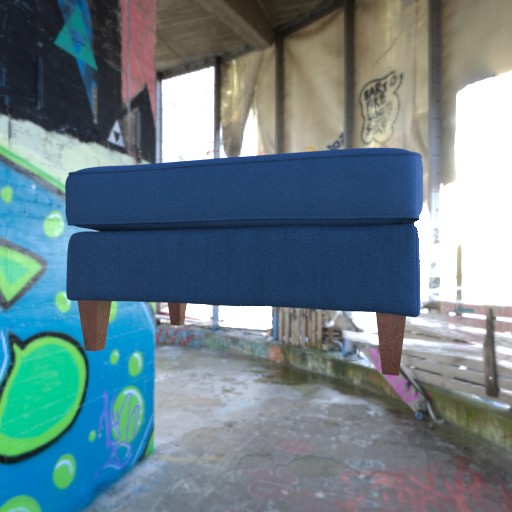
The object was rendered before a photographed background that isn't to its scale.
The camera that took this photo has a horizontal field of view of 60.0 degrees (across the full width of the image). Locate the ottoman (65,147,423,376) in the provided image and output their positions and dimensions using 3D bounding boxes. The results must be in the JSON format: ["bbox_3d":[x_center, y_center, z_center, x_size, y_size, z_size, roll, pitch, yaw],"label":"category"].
[{"bbox_3d":[0.000,0.000,1.241,0.862,0.484,0.583,0,0,18],"label":"ottoman"}]
